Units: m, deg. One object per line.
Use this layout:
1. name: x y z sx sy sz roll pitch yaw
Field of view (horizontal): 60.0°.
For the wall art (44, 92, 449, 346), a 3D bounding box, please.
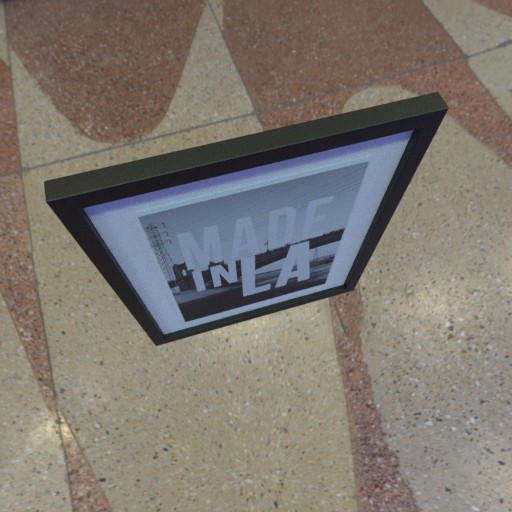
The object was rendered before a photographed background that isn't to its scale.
1. wall art: 0.000 0.000 0.738 0.457 0.559 0.028 -15 64 -7
